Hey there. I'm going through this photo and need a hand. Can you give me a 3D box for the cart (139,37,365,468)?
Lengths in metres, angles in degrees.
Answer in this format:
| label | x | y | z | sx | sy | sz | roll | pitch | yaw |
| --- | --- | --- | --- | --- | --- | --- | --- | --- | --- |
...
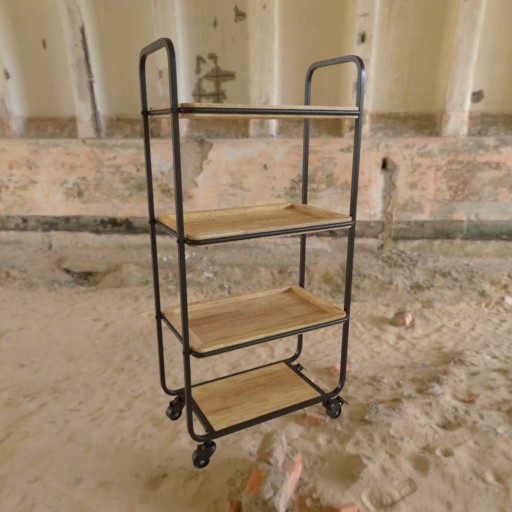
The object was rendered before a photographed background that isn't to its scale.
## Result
| label | x | y | z | sx | sy | sz | roll | pitch | yaw |
| --- | --- | --- | --- | --- | --- | --- | --- | --- | --- |
| cart | 0.000 | 0.000 | 1.280 | 0.545 | 1.080 | 0.321 | -9 | 18 | -27 |
